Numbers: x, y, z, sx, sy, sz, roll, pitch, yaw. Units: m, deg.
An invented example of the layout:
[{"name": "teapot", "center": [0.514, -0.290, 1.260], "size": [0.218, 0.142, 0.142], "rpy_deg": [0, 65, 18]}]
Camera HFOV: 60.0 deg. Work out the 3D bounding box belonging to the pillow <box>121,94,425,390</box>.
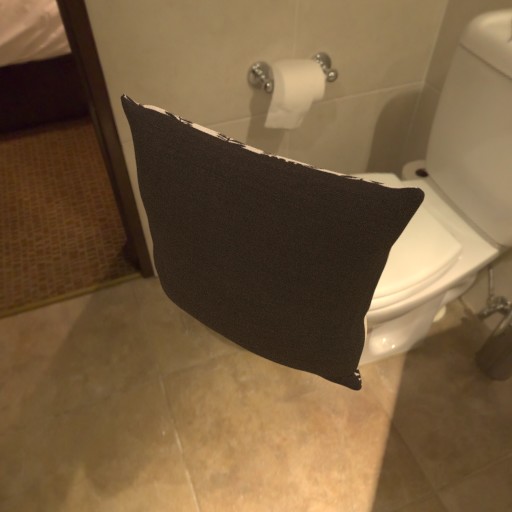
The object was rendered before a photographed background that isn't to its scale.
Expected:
[{"name": "pillow", "center": [0.000, 0.000, 0.700], "size": [0.440, 0.441, 0.182], "rpy_deg": [24, 52, 20]}]
